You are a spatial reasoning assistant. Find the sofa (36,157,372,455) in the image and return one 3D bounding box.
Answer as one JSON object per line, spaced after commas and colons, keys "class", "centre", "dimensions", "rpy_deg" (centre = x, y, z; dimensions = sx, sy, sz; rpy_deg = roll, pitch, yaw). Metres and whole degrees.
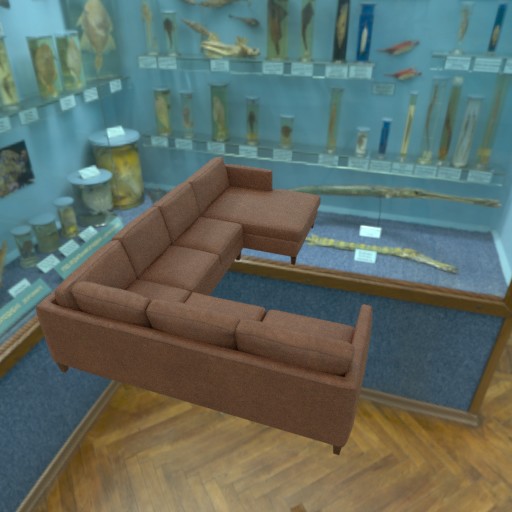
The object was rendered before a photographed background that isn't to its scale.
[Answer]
{"class": "sofa", "centre": [0.000, 0.000, 4.675], "dimensions": [2.593, 0.923, 3.460], "rpy_deg": [11, 34, 16]}
